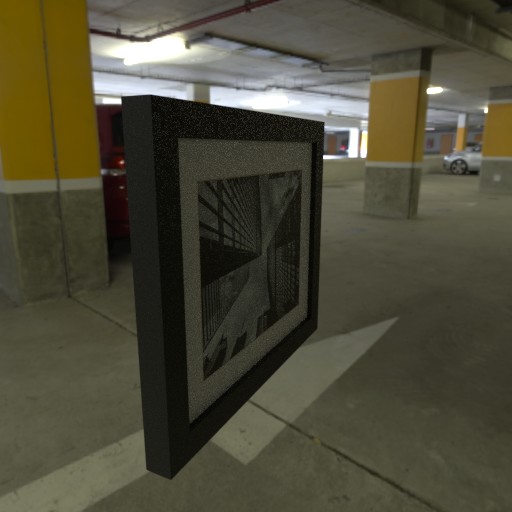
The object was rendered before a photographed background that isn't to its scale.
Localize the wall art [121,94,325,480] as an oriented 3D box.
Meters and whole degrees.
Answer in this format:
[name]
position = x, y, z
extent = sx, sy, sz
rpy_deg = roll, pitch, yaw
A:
[wall art]
position = 0.000, 0.000, 0.523
extent = 0.028, 0.321, 0.381
rpy_deg = 7, 15, 26
